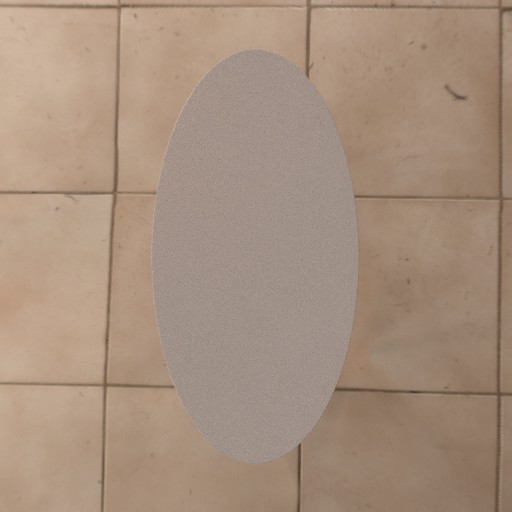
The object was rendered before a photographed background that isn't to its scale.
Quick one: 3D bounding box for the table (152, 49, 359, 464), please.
[{"bbox_3d":[0.000,0.000,1.351,0.542,0.390,1.083,0,89,1],"label":"table"}]
